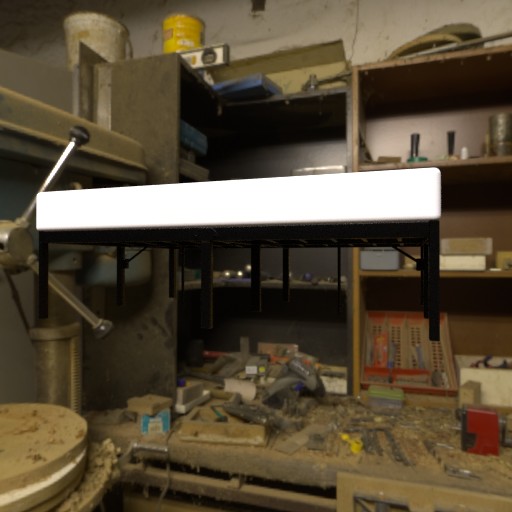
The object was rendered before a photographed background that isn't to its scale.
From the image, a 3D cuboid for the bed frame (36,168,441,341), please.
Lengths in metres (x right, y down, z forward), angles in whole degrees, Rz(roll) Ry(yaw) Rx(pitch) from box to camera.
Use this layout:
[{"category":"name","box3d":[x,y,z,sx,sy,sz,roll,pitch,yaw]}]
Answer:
[{"category":"bed frame","box3d":[0.000,0.000,2.642,1.956,0.659,1.408,0,0,19]}]
